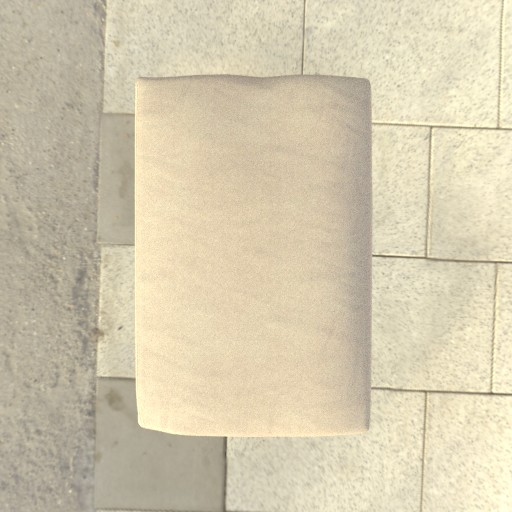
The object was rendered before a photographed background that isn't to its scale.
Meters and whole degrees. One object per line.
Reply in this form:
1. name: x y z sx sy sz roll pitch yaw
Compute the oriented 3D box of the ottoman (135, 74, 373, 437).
1. ottoman: 0.000 0.000 1.210 0.590 0.444 0.872 0 91 1
